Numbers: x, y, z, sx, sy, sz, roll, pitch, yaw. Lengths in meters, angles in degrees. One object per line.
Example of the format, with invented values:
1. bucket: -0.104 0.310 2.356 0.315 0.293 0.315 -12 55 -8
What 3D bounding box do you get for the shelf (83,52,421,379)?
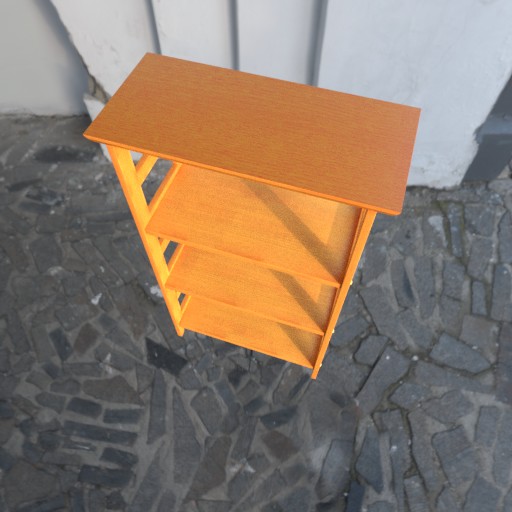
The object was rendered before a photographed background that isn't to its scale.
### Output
1. shelf: 0.000 0.000 1.395 0.660 1.067 0.305 16 59 10
